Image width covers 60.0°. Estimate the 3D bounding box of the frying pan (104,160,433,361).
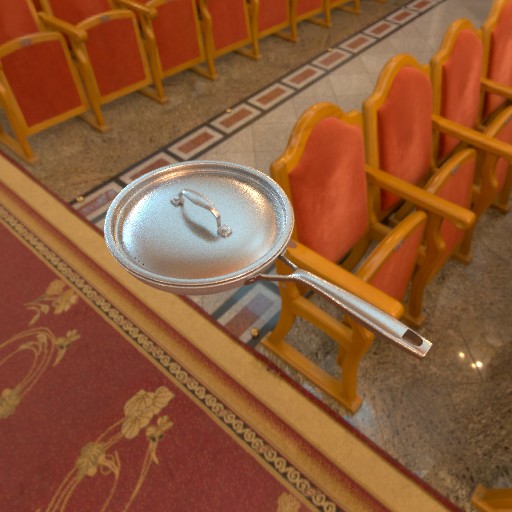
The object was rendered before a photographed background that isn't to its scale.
[{"bbox_3d":[0.000,0.000,0.601,0.490,0.086,0.272,33,55,27],"label":"frying pan"}]
